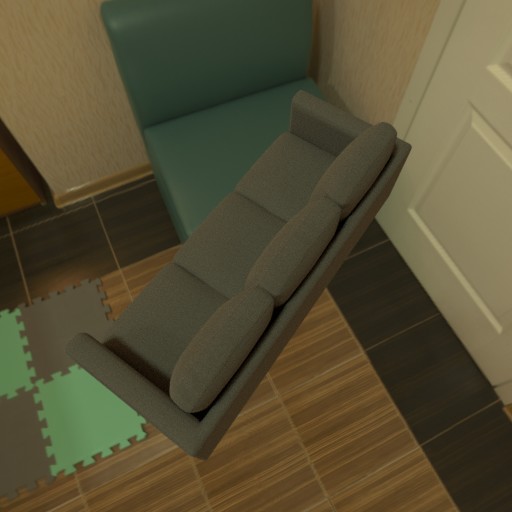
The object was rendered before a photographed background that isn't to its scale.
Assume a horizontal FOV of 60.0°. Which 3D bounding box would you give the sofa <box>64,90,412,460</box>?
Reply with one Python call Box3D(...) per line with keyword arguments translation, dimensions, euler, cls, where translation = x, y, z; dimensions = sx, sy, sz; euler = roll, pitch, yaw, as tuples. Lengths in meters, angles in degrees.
Box3D(translation=(0.000, 0.000, 2.513), dimensions=(0.802, 0.912, 2.029), euler=(32, 68, 15), cls="sofa")
